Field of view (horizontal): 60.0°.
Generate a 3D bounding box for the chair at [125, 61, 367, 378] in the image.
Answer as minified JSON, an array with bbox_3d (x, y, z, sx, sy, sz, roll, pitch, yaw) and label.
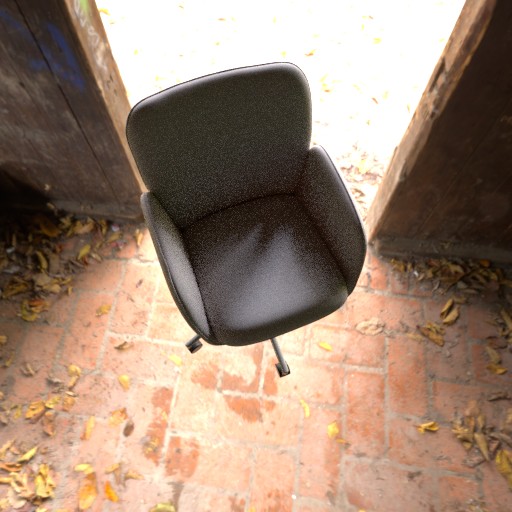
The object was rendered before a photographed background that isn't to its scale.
[{"bbox_3d":[0.000,0.000,1.418,0.648,0.959,0.633,-19,66,-9],"label":"chair"}]
